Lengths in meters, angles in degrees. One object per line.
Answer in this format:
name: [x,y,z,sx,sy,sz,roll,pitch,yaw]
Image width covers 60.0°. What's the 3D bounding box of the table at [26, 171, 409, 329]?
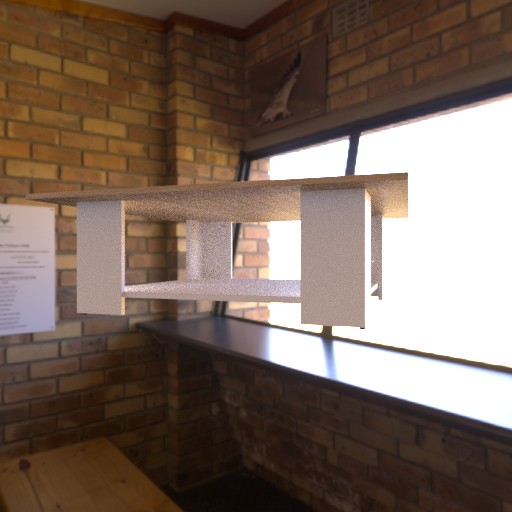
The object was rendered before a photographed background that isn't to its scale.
table: [0.000,0.000,1.363,0.890,0.305,0.890,0,0,19]
